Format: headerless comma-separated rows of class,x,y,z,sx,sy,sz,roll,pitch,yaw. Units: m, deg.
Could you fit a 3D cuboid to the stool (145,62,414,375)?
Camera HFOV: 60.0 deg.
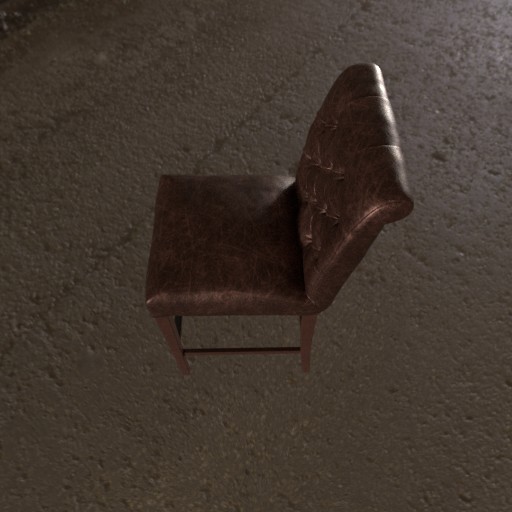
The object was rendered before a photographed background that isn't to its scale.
stool,0.000,0.000,1.497,0.659,1.168,0.483,-1,59,-1
